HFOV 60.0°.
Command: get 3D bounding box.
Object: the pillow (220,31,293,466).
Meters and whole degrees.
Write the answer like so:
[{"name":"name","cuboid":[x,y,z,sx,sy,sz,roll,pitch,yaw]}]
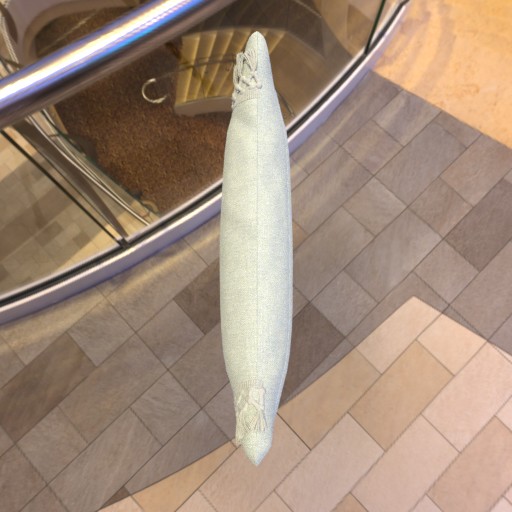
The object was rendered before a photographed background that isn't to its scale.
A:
[{"name":"pillow","cuboid":[0.000,0.000,0.596,0.084,0.305,0.466,0,76,0]}]
